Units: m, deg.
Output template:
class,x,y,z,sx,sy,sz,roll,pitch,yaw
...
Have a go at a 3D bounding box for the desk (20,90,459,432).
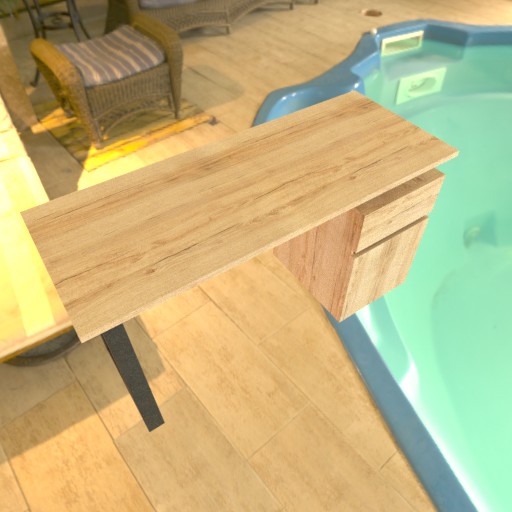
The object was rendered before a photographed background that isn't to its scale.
class,x,y,z,sx,sy,sz,roll,pitch,yaw
desk,0.000,0.000,1.764,1.400,0.760,0.550,-26,53,-22
